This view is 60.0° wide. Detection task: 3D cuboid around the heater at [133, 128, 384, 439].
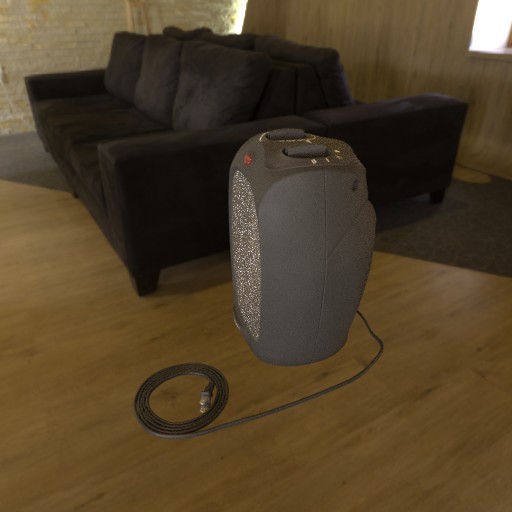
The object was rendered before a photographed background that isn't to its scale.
[{"bbox_3d":[0.000,0.000,0.479,0.291,0.240,0.239,-7,30,-13],"label":"heater"}]
